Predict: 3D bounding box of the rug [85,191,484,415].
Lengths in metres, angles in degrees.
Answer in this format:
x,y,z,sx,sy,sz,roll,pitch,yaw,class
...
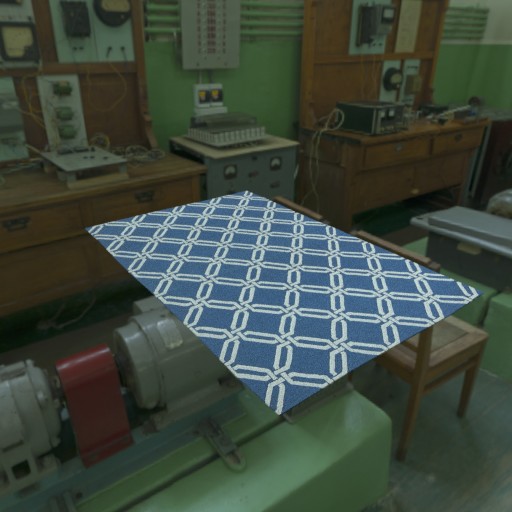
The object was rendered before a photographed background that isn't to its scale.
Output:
x,y,z,sx,sy,sz,roll,pitch,yaw,class
0.000,0.000,2.216,1.153,0.010,1.755,-19,32,-33,rug
